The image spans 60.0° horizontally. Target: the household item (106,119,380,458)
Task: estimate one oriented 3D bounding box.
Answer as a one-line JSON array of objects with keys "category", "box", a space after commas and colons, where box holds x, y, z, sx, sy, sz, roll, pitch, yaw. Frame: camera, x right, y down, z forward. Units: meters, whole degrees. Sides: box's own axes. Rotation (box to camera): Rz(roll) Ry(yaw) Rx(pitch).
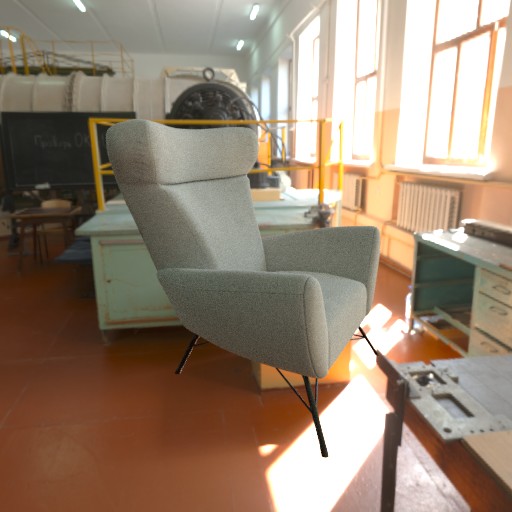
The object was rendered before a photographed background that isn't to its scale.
[{"category": "household item", "box": [0.000, 0.000, 1.814, 0.900, 1.050, 0.980, 7, 15, 26]}]
